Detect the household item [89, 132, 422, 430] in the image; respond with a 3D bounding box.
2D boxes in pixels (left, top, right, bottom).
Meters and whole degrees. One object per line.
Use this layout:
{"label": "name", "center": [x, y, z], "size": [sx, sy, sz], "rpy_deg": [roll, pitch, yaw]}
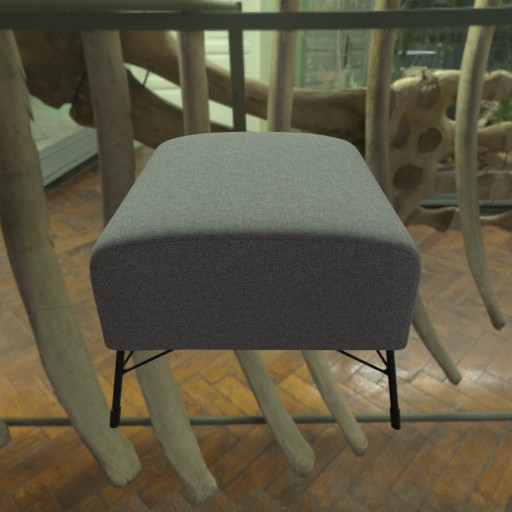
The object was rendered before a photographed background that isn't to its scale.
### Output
{"label": "household item", "center": [0.000, 0.000, 0.920], "size": [0.530, 0.410, 0.530], "rpy_deg": [0, 31, 0]}
